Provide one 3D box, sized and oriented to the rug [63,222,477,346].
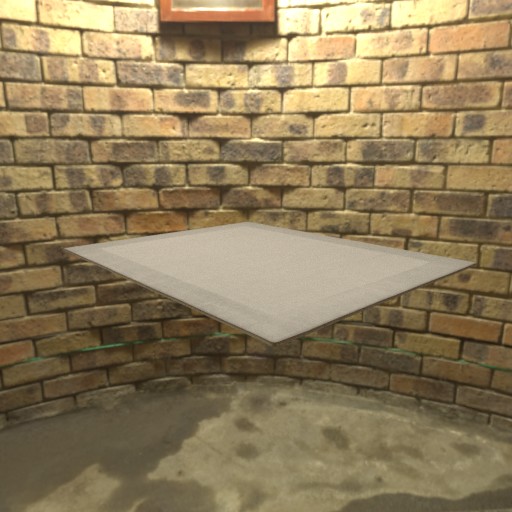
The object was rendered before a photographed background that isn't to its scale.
[{"bbox_3d":[0.000,0.000,4.070,2.430,0.018,2.976,-12,18,-41],"label":"rug"}]
